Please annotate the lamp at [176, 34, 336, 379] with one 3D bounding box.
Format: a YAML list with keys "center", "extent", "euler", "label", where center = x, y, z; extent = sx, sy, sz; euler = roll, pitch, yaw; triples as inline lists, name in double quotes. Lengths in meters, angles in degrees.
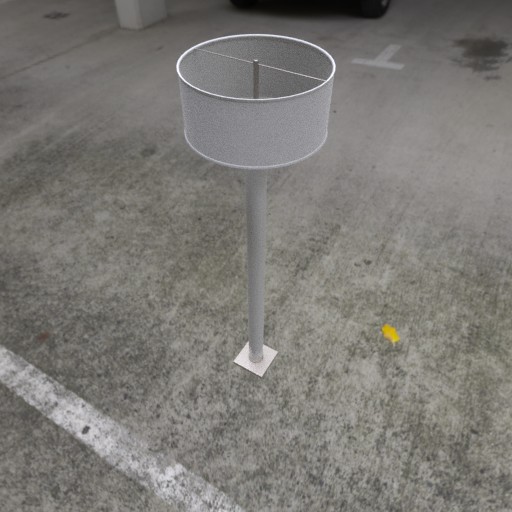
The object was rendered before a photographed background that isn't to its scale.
- center: [0.000, 0.000, 1.692]
  extent: [0.420, 1.475, 0.420]
  euler: [23, 50, 21]
  label: "lamp"
